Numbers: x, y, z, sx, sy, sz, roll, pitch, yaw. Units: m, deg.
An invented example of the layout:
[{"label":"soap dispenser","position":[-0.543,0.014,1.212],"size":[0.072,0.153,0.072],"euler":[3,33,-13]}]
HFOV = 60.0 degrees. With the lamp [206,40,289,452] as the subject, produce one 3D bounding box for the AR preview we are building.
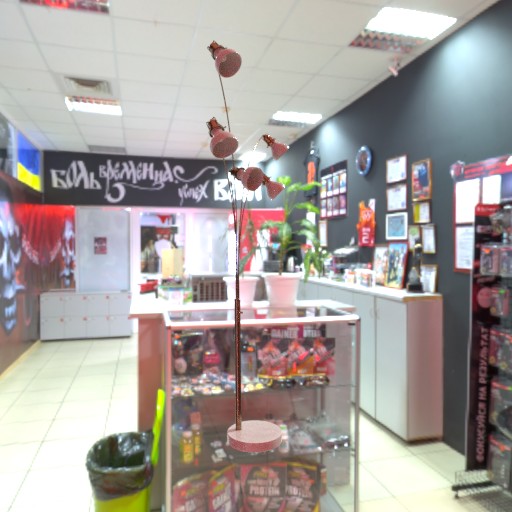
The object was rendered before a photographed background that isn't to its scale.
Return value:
[{"label":"lamp","position":[0.000,0.000,2.921],"size":[0.361,2.423,1.405],"euler":[0,1,18]}]
